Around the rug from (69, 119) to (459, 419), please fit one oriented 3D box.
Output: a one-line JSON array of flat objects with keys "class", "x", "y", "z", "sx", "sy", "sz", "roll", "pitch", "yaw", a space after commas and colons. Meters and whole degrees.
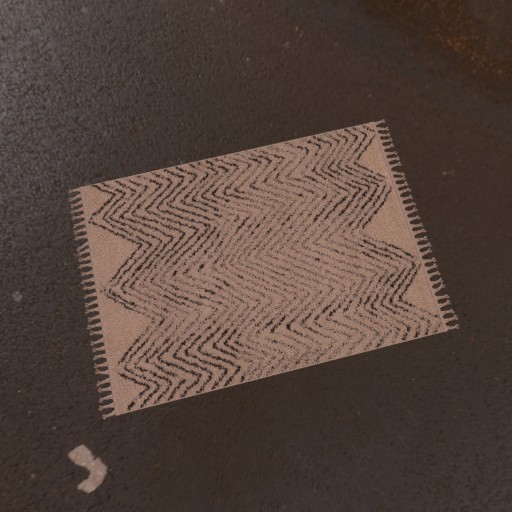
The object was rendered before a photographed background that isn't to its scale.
[{"class": "rug", "x": 0.000, "y": 0.000, "z": 2.337, "sx": 1.847, "sy": 0.014, "sz": 1.230, "roll": -13, "pitch": 76, "yaw": -3}]
